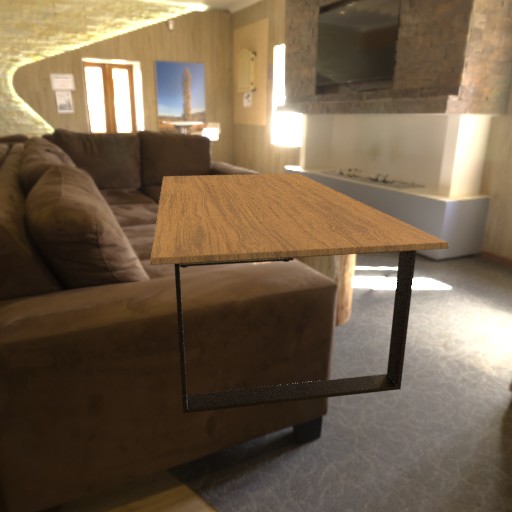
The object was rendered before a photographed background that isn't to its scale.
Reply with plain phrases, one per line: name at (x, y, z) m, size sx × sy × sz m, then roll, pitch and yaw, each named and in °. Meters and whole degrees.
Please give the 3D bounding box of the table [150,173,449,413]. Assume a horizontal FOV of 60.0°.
table at (0.000, 0.000, 1.680) m, size 0.693 × 0.445 × 1.331 m, roll -3°, pitch 18°, yaw -10°
